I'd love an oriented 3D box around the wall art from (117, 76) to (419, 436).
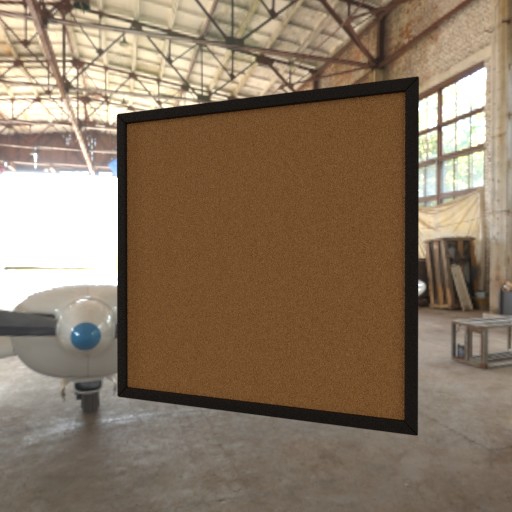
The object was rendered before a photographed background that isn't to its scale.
[{"bbox_3d":[0.000,0.000,0.443,0.305,0.305,0.037,0,0,20],"label":"wall art"}]
